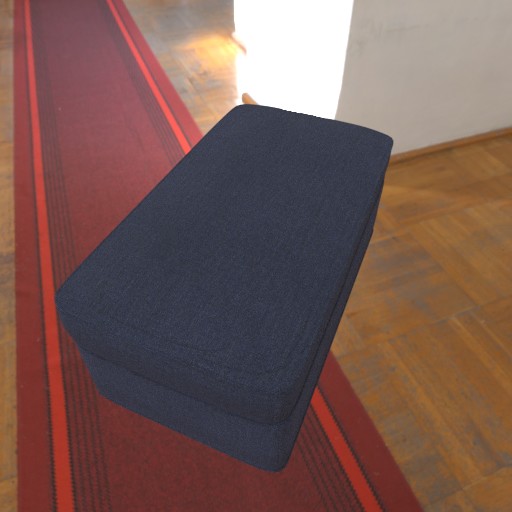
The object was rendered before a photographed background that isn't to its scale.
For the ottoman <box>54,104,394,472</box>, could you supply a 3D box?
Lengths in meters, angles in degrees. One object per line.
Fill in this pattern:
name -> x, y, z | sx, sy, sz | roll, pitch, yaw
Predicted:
ottoman -> 0.000, 0.000, 1.178 | 0.505, 0.453, 0.895 | 17, 49, 16
